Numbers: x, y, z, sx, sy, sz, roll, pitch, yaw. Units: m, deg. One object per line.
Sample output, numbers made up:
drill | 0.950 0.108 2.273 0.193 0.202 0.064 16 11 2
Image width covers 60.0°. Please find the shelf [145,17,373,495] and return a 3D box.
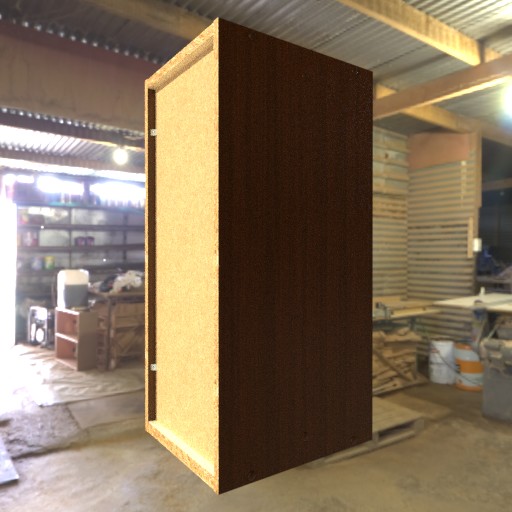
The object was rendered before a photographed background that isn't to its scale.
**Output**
shelf | 0.000 0.000 0.742 0.290 0.600 0.253 0 0 -35
